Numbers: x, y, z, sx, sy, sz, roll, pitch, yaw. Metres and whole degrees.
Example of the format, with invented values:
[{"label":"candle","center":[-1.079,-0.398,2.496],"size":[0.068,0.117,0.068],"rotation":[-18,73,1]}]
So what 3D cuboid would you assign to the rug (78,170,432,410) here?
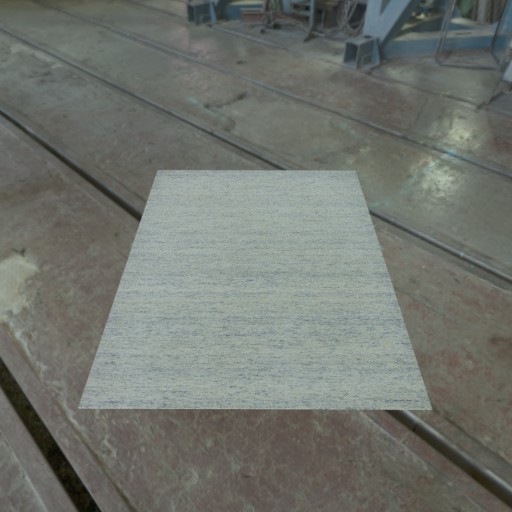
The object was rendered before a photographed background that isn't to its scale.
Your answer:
[{"label":"rug","center":[0.000,0.000,4.255],"size":[2.438,0.006,3.197],"rotation":[0,41,0]}]
